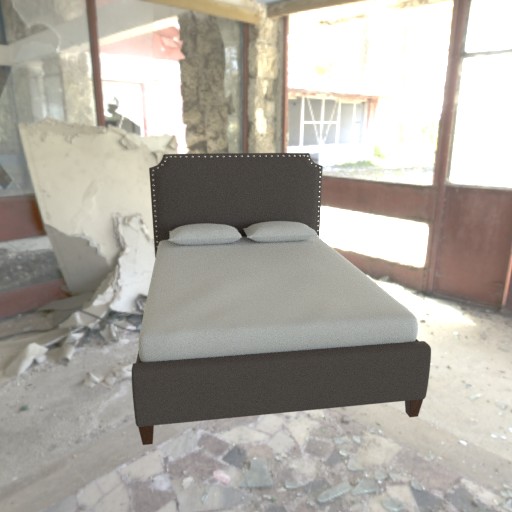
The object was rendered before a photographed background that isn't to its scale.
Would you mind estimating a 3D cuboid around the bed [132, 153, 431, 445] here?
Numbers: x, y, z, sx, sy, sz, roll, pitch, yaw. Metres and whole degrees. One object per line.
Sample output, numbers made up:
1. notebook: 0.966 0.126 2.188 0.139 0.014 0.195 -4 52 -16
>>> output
1. bed: 0.000 0.000 3.455 1.713 1.443 2.372 -2 16 -9
